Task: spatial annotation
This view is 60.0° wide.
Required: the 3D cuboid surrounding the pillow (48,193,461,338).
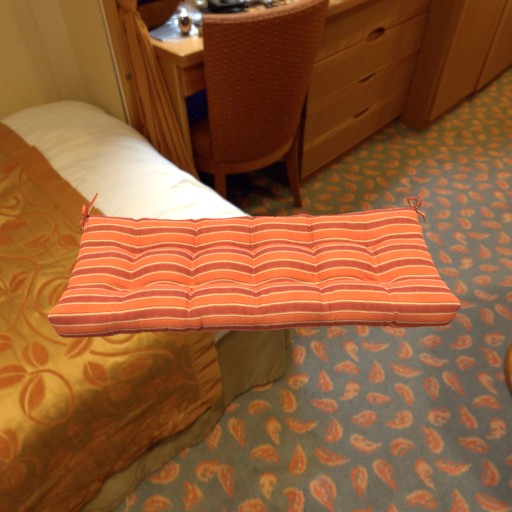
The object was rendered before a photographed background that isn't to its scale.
[{"bbox_3d":[0.000,0.000,1.382,1.194,0.174,0.511,-2,46,-1],"label":"pillow"}]
